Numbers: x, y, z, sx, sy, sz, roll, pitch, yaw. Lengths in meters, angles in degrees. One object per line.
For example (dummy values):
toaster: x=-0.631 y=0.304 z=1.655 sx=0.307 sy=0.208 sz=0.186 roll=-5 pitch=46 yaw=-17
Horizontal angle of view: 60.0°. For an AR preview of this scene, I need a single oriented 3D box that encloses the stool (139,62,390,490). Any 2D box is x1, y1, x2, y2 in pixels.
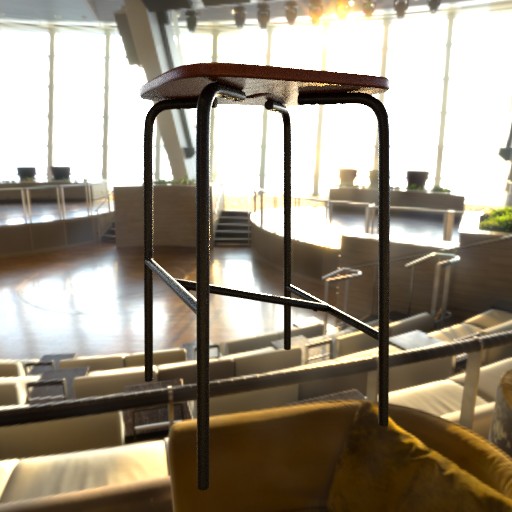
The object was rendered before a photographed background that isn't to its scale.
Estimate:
stool: x=0.000 y=0.000 z=0.840 sx=0.376 sy=0.610 sz=0.376 roll=-7 pitch=15 yaw=-26
